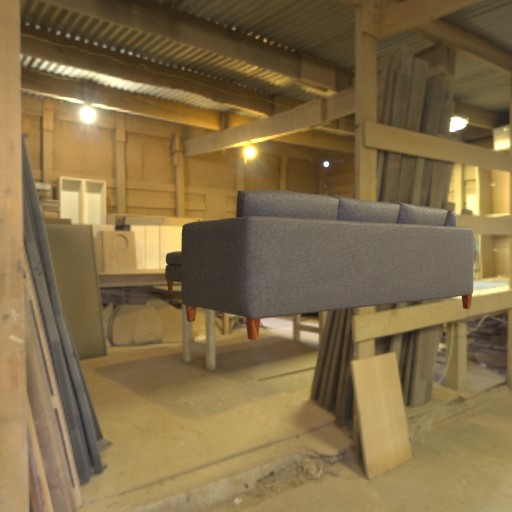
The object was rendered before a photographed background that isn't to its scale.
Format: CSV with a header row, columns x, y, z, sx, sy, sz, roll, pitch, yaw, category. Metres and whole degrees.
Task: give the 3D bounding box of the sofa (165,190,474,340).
x,y,z,sx,sy,sz,roll,pitch,yaw,category
0.000,0.000,4.775,2.594,0.961,3.460,-1,1,-35,sofa
